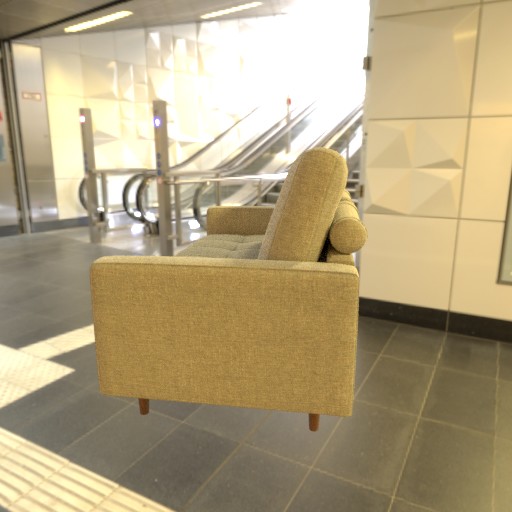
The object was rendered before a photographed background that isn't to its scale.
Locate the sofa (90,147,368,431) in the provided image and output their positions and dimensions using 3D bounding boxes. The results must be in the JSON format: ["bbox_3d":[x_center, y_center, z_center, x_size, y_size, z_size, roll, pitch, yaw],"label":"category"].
[{"bbox_3d":[0.000,0.000,1.928,0.842,0.907,1.407,2,13,9],"label":"sofa"}]
